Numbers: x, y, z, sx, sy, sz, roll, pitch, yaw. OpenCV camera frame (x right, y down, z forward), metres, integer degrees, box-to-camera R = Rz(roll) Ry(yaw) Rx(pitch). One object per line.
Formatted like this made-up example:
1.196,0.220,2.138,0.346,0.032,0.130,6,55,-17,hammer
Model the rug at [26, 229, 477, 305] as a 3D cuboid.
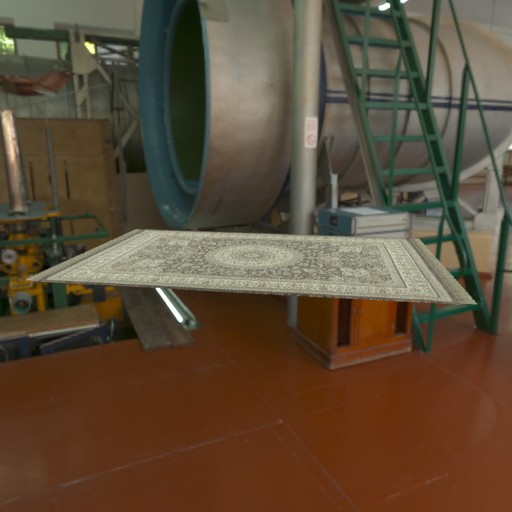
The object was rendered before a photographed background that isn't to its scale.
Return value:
0.000,0.000,4.313,3.422,0.015,2.143,2,15,9,rug
